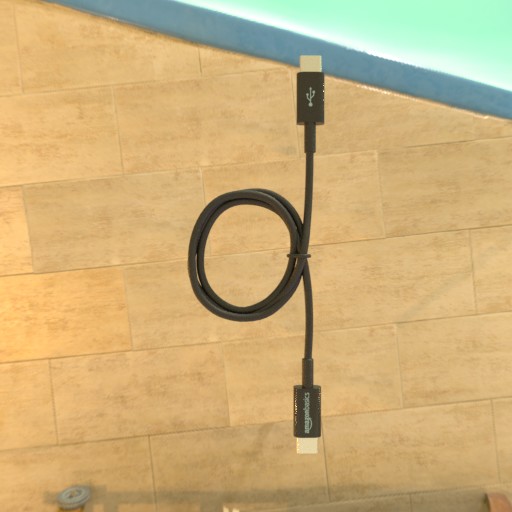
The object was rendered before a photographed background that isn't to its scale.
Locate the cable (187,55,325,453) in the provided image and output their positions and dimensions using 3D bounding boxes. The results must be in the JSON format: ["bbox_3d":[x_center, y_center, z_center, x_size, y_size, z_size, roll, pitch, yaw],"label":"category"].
[{"bbox_3d":[0.000,0.000,0.224,0.070,0.014,0.203,0,91,-1],"label":"cable"}]
